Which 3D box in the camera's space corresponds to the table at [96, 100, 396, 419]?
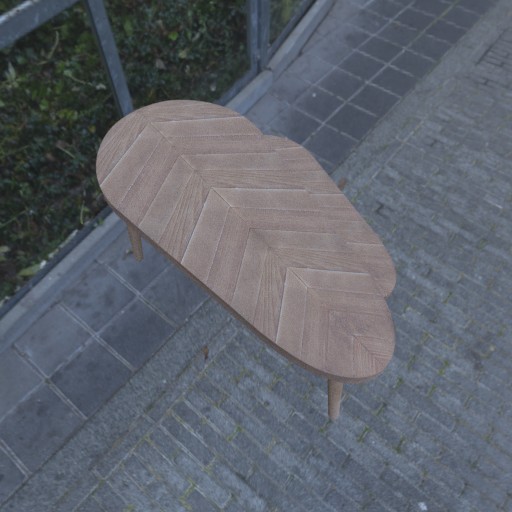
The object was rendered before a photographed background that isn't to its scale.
[{"bbox_3d":[0.000,0.000,1.589,0.701,0.595,1.190,-33,63,-19],"label":"table"}]
